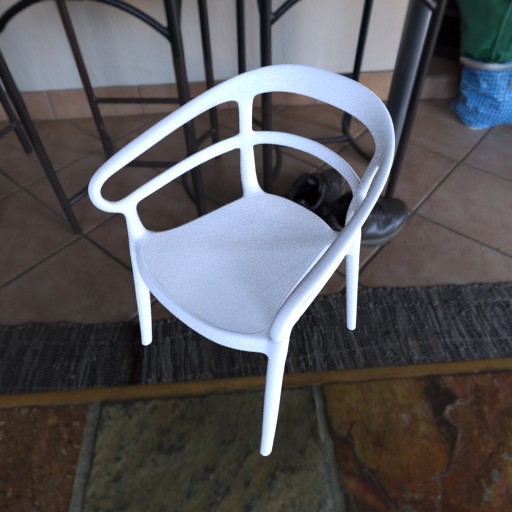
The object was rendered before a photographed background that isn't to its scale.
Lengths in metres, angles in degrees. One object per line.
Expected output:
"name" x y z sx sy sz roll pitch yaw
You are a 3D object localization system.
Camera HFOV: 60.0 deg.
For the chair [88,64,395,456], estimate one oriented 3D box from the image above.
"chair" 0.000 0.000 1.117 0.559 0.761 0.527 33 55 28
